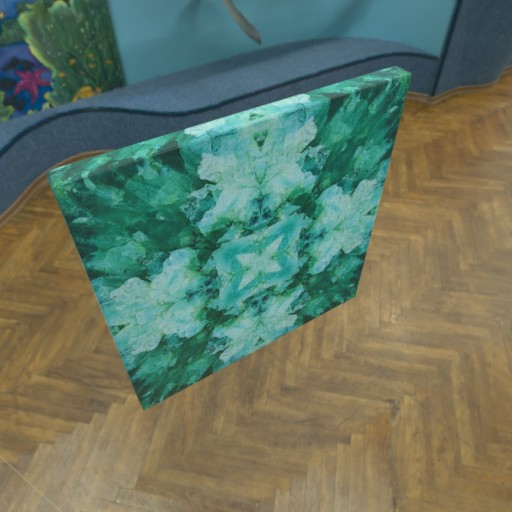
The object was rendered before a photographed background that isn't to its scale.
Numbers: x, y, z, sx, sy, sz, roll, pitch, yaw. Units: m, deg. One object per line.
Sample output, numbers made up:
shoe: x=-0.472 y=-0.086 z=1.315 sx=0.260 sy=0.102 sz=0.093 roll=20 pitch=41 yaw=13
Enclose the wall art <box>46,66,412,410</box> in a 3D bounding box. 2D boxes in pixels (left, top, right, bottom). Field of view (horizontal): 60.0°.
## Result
wall art: x=0.000 y=0.000 z=0.733 sx=0.507 sy=0.508 sz=0.038 roll=-24 pitch=50 yaw=-22
